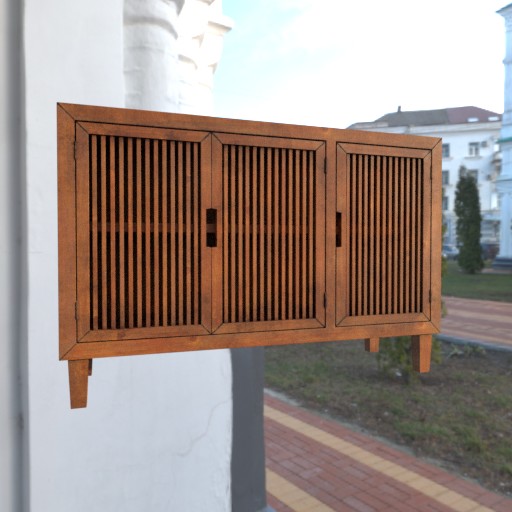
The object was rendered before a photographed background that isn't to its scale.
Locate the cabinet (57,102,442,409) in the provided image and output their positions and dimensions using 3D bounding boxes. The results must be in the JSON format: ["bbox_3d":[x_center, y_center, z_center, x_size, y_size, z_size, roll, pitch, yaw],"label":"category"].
[{"bbox_3d":[0.000,0.000,1.519,1.204,0.805,0.403,0,1,-18],"label":"cabinet"}]
